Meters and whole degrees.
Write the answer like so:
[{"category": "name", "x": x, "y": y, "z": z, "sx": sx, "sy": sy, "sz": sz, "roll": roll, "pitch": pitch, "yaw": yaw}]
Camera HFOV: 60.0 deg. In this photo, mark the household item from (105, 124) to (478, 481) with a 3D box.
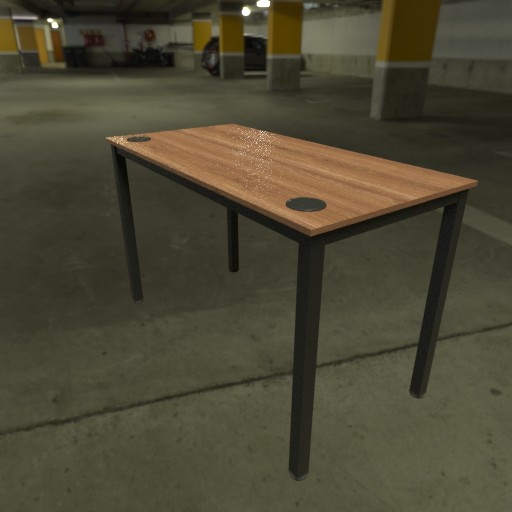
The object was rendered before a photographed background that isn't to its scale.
[{"category": "household item", "x": 0.000, "y": 0.000, "z": 1.626, "sx": 0.600, "sy": 0.750, "sz": 1.200, "roll": -17, "pitch": 30, "yaw": -32}]
